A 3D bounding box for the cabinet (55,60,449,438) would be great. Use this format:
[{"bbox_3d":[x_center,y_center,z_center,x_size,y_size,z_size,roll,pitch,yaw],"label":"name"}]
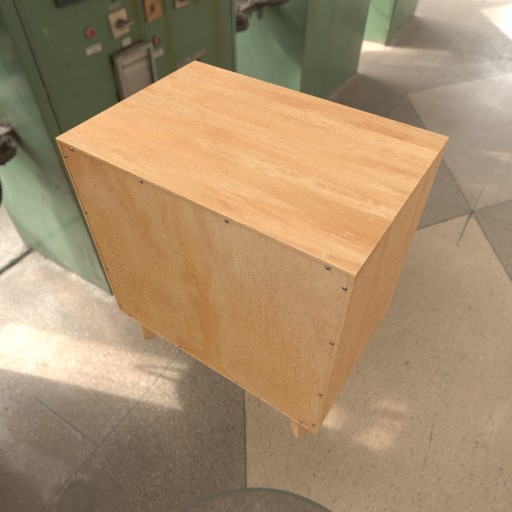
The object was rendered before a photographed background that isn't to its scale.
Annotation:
[{"bbox_3d":[0.000,0.000,0.971,0.551,0.599,0.394,26,52,22],"label":"cabinet"}]
